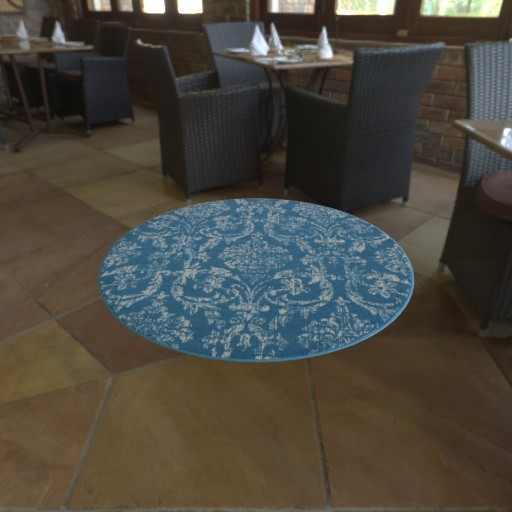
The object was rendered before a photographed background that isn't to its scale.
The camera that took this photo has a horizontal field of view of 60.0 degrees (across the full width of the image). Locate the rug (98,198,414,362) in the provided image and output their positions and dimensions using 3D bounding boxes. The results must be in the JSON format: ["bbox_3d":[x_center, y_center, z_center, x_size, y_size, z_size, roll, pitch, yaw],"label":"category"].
[{"bbox_3d":[0.000,0.000,2.339,1.593,0.012,1.593,0,29,0],"label":"rug"}]
